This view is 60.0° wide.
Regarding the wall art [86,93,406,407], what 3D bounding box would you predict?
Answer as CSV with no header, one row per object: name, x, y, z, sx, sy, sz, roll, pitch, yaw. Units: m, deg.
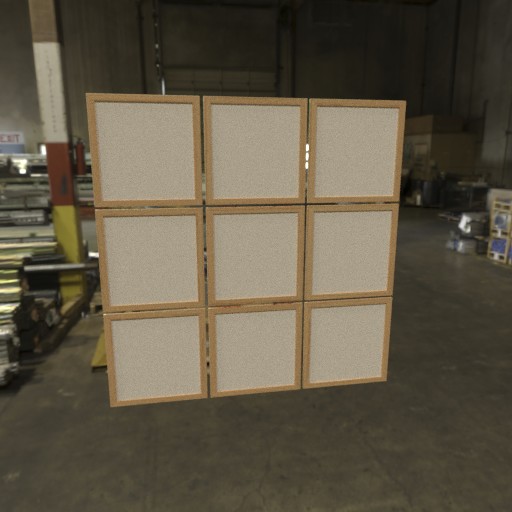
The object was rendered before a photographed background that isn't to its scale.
wall art,0.000,0.000,1.797,1.214,1.219,0.013,-2,13,-10
